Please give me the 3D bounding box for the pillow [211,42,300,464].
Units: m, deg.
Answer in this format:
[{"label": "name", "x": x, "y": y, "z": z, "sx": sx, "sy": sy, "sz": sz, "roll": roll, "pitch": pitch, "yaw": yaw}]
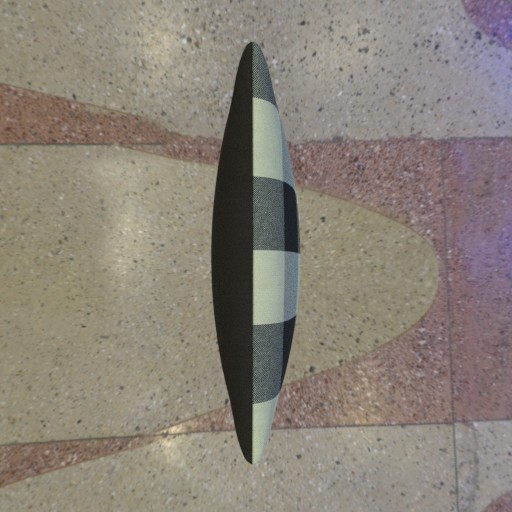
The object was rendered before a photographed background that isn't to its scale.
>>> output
[{"label": "pillow", "x": 0.000, "y": 0.000, "z": 0.784, "sx": 0.161, "sy": 0.509, "sz": 0.511, "roll": 0, "pitch": 88, "yaw": 1}]
